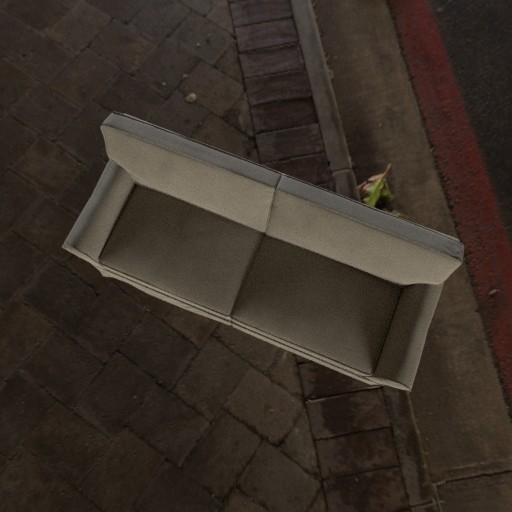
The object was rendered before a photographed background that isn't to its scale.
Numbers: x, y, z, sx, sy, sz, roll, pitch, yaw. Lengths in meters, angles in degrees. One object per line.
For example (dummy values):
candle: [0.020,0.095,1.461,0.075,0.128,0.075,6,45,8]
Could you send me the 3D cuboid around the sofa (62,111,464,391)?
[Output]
sofa: [0.000,0.000,2.769,2.246,1.014,0.900,22,77,5]
